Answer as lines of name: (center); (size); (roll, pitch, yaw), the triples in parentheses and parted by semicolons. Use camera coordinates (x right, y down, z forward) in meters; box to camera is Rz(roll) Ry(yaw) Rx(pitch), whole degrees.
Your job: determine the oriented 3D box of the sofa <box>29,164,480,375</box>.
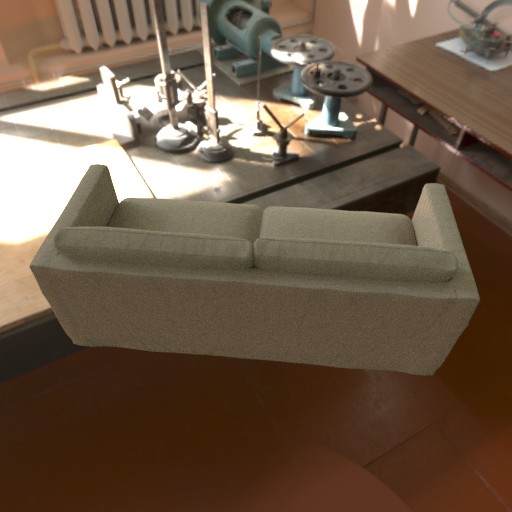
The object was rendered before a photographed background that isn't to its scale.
sofa: (0.000, 0.000, 2.714); (2.296, 0.847, 0.956); (4, 47, 4)
